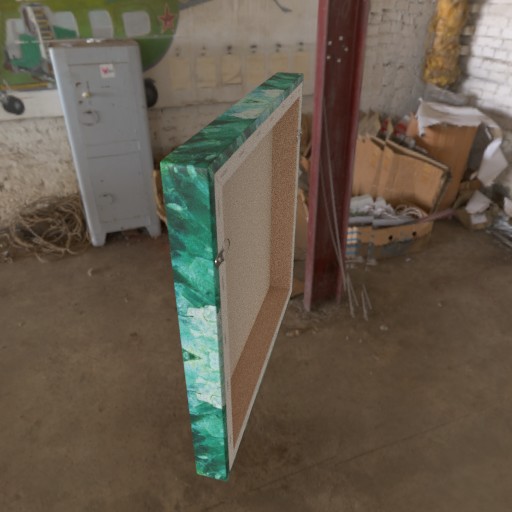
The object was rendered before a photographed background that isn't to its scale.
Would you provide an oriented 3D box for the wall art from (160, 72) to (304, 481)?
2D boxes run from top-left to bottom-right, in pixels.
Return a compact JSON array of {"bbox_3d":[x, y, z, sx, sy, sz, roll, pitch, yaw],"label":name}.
[{"bbox_3d":[0.000,0.000,0.468,0.033,0.313,0.313,8,33,13],"label":"wall art"}]
